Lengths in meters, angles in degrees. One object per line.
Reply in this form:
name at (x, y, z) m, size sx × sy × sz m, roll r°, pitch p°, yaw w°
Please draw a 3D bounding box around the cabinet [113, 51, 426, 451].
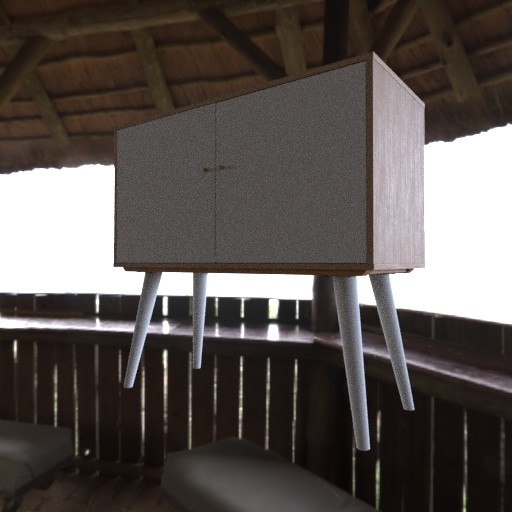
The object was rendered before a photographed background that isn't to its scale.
cabinet at (0.000, 0.000, 1.600) m, size 1.057 × 1.016 × 0.470 m, roll -1°, pitch -1°, yaw 36°
